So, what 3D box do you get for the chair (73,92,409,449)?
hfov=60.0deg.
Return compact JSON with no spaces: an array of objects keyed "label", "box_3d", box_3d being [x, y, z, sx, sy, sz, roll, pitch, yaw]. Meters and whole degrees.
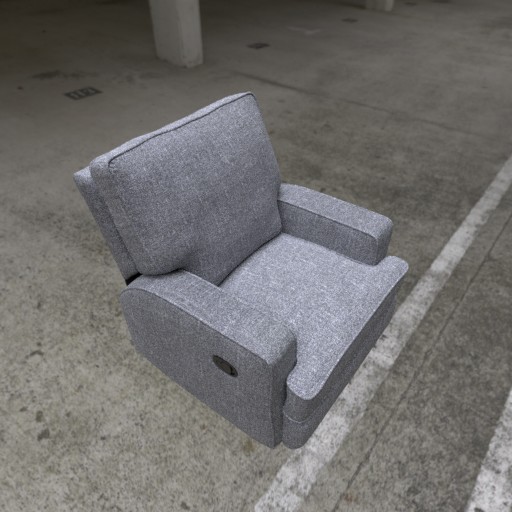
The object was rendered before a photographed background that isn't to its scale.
[{"label":"chair","box_3d":[0.000,0.000,1.689,0.964,0.962,0.861,26,48,27]}]
